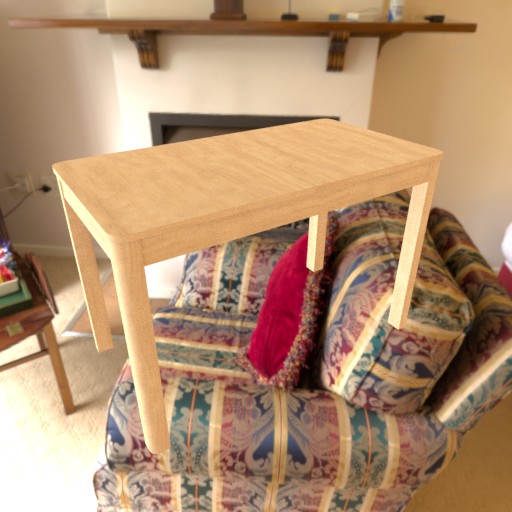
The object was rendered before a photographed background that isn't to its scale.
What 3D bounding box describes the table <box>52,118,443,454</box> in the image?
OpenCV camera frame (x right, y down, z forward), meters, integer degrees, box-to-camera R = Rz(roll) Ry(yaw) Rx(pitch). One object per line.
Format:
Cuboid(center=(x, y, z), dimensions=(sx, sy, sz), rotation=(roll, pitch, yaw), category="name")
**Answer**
Cuboid(center=(0.000, 0.000, 1.984), dimensions=(1.400, 0.900, 0.750), rotation=(-18, 34, -29), category="table")
